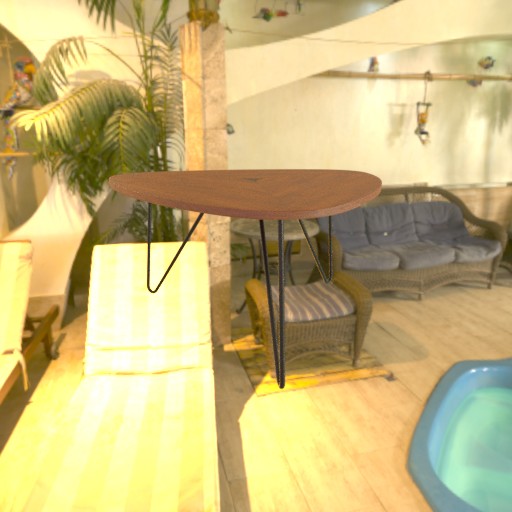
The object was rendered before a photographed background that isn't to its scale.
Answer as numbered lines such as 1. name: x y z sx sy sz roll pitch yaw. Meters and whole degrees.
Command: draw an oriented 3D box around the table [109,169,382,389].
1. table: 0.000 0.000 1.260 0.833 0.413 0.821 -3 16 -9
